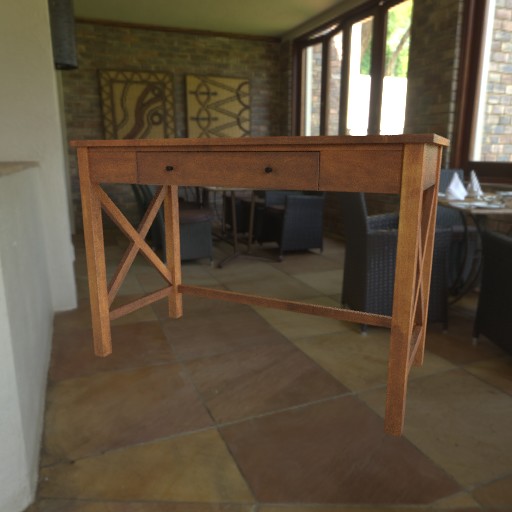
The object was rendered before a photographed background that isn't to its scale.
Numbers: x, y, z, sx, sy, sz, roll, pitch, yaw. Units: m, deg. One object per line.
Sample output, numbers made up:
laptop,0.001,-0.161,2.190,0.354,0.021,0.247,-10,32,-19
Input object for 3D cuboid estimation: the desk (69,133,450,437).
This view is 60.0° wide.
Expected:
desk,0.000,0.000,1.509,1.117,0.762,0.508,6,14,26
